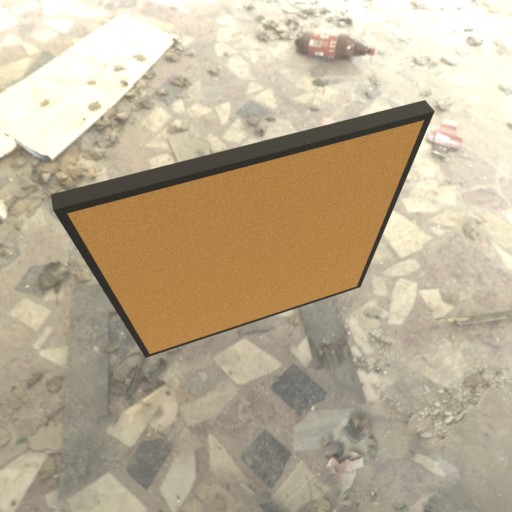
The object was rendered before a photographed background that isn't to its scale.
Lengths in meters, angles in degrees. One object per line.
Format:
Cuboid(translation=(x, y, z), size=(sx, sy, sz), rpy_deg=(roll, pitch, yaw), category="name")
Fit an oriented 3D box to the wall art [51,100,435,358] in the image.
Cuboid(translation=(0.000, 0.000, 1.171), size=(0.763, 0.763, 0.038), rpy_deg=(-17, 59, -10), category="wall art")
